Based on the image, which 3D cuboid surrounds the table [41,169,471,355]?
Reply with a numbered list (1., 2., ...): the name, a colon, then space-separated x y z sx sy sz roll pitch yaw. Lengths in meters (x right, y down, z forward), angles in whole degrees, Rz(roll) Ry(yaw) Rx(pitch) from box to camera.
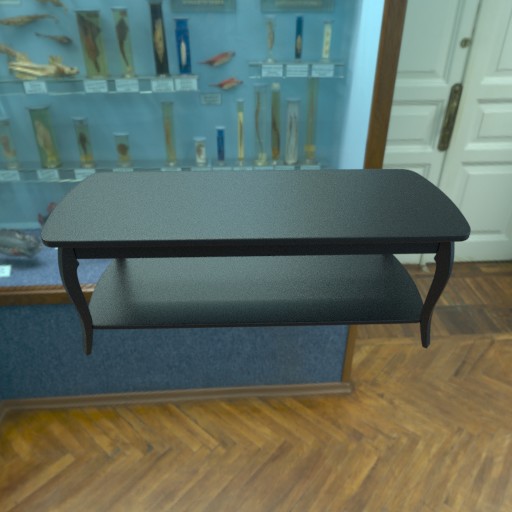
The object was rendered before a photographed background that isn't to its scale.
1. table: 0.000 0.000 1.635 1.333 0.457 0.571 -1 31 -1
